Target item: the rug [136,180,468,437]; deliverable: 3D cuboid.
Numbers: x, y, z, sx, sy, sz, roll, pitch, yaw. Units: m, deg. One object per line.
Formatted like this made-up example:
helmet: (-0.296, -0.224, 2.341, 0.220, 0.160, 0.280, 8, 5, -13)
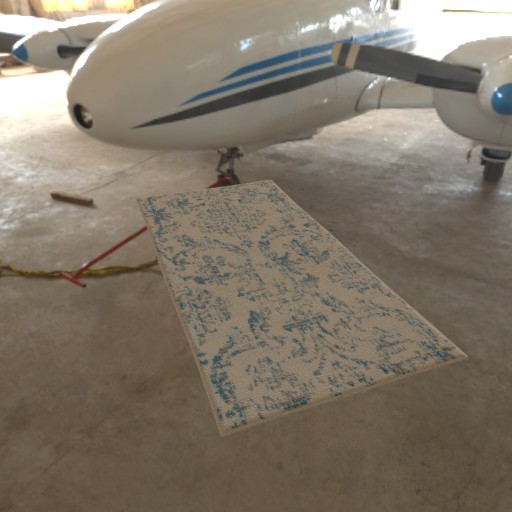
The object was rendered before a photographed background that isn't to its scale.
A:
rug: (0.000, 0.000, 1.432, 0.605, 0.007, 1.220, -11, 33, -18)
